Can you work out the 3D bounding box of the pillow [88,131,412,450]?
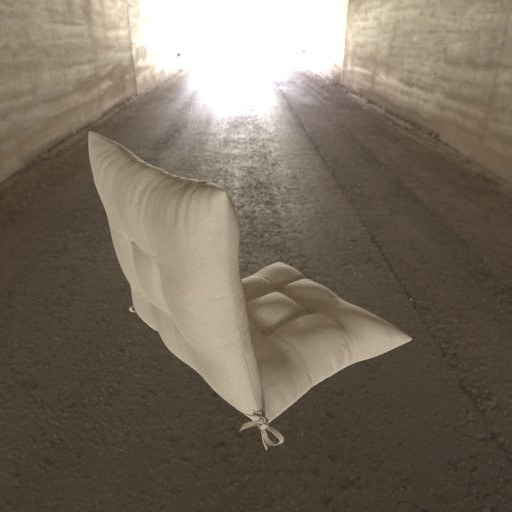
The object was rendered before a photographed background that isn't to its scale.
[{"bbox_3d":[0.000,0.000,1.001,0.585,0.536,0.541,-19,32,-33],"label":"pillow"}]
